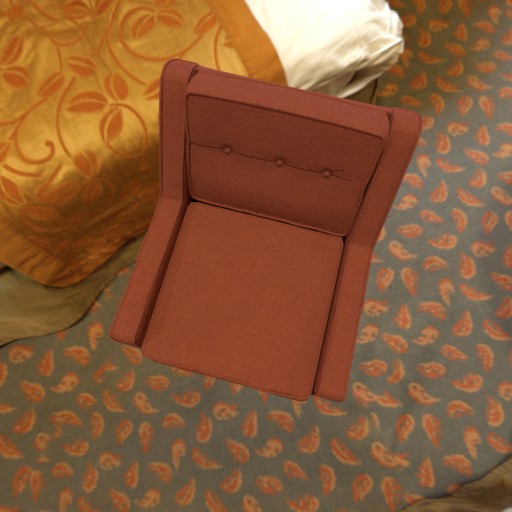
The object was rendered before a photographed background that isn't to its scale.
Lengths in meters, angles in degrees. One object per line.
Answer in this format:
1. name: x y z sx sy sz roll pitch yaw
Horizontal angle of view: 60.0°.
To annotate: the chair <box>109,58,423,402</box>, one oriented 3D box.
1. chair: 0.000 0.000 1.370 0.680 0.812 0.770 14 75 4
